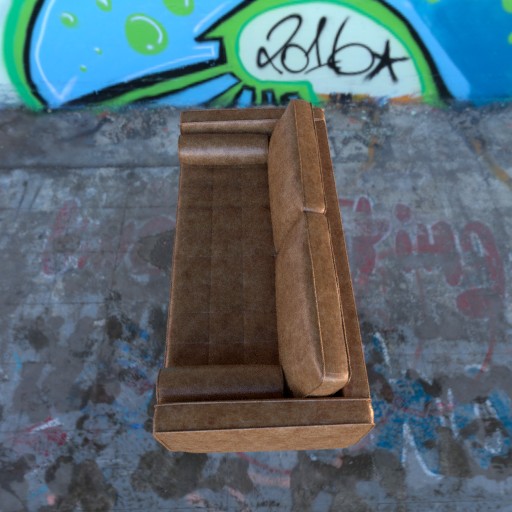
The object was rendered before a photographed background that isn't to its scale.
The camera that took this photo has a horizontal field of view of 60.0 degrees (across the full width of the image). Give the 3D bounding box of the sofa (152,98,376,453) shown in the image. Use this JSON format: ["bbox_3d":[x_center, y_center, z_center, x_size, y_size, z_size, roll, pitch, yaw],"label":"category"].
[{"bbox_3d":[0.000,0.000,2.429,0.924,0.825,1.920,-1,58,-1],"label":"sofa"}]
